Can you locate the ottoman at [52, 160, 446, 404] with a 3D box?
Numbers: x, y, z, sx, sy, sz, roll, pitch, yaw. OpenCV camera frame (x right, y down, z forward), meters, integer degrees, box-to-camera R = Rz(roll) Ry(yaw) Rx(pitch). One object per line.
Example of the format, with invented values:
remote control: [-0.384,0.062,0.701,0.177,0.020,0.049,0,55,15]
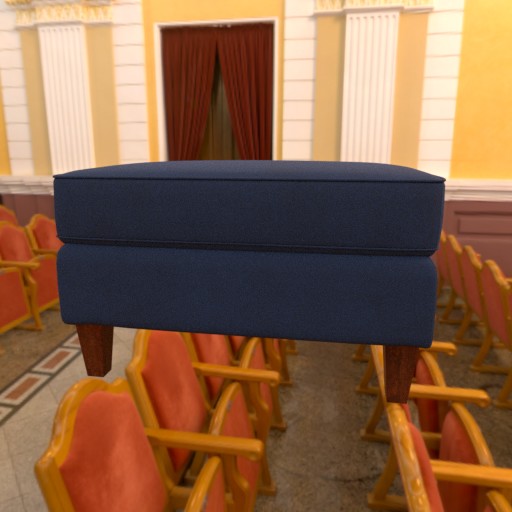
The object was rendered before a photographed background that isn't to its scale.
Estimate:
ottoman: [0.000,0.000,1.389,0.965,0.584,0.686,2,14,9]
